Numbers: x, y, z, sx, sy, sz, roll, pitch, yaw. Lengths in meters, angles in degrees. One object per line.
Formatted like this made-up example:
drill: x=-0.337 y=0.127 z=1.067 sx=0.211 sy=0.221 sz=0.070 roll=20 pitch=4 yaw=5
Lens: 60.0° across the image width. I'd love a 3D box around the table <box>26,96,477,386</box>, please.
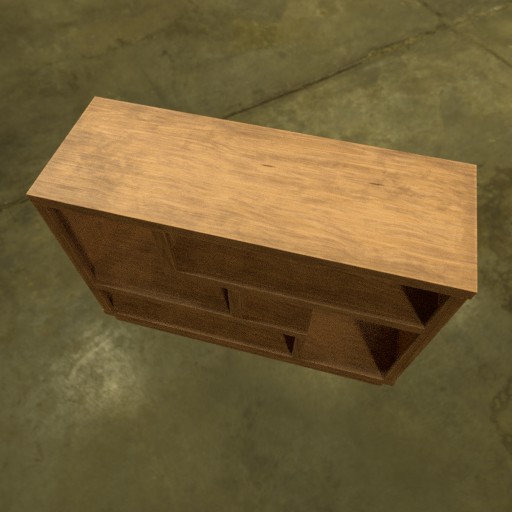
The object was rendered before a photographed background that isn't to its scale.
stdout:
table: x=0.000 y=0.000 z=1.519 sx=1.151 sy=0.771 sz=0.410 roll=12 pitch=58 yaw=8
